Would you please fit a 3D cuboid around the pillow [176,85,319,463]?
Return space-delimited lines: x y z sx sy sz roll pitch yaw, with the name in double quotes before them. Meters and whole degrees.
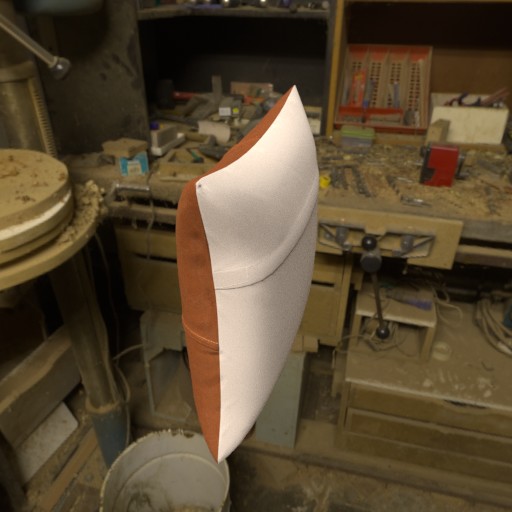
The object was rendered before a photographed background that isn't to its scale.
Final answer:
"pillow" 0.000 0.000 0.773 0.192 0.477 0.501 9 33 13
